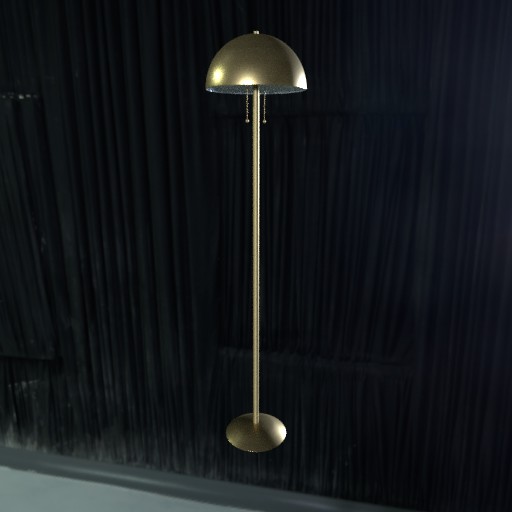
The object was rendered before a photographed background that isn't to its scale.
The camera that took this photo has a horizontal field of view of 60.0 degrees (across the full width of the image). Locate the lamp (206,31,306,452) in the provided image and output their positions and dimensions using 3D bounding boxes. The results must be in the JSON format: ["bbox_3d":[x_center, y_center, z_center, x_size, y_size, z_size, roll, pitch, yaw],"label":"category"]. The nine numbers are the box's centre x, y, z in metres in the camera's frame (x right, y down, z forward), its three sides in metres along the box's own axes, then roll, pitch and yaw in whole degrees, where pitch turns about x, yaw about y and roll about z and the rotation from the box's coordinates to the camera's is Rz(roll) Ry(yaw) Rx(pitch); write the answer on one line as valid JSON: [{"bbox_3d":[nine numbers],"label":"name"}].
[{"bbox_3d":[0.000,0.000,1.606,0.328,1.480,0.328,2,16,7],"label":"lamp"}]
